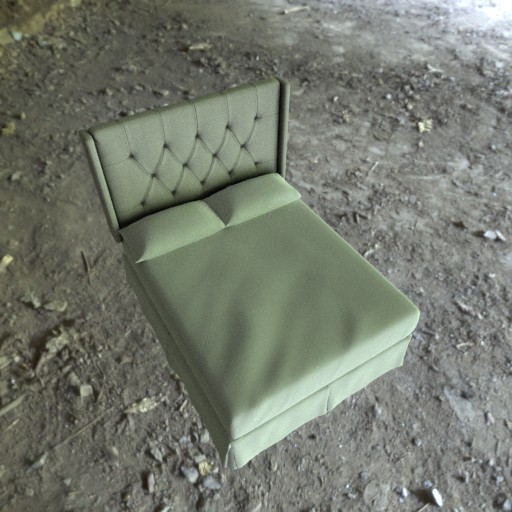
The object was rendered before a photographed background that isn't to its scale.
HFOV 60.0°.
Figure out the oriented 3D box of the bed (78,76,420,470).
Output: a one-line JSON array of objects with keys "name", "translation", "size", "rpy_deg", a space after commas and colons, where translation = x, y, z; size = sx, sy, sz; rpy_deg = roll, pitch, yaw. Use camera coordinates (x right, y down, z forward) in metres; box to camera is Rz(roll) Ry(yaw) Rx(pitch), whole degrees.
[{"name": "bed", "translation": [0.000, 0.000, 3.383], "size": [1.719, 1.665, 2.066], "rpy_deg": [-24, 50, -21]}]
